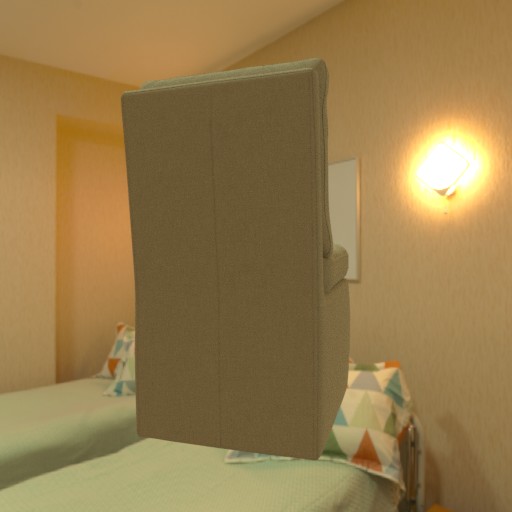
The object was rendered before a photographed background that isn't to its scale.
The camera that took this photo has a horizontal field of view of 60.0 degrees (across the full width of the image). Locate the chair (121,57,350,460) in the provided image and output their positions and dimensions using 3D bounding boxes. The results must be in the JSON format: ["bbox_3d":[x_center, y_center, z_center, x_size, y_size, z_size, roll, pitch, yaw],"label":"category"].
[{"bbox_3d":[0.000,0.000,1.320,0.503,0.927,0.698,0,0,17],"label":"chair"}]
